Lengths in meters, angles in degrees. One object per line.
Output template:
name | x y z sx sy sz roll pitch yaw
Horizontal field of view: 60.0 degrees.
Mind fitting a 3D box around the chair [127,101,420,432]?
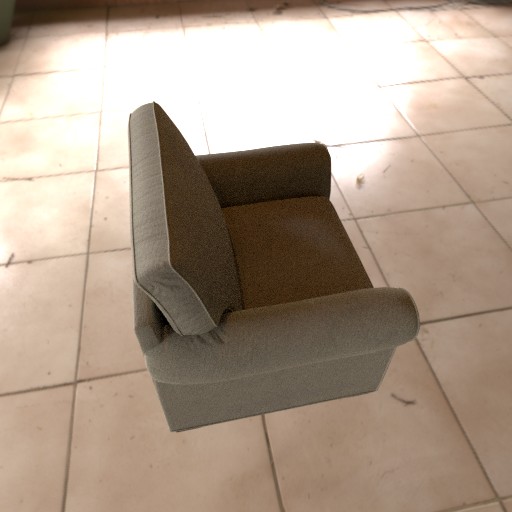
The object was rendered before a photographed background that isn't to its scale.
chair | 0.000 0.000 1.887 0.939 1.044 1.147 -9 47 -8
